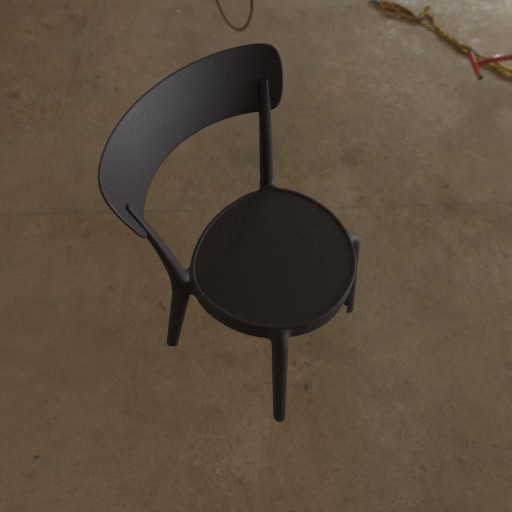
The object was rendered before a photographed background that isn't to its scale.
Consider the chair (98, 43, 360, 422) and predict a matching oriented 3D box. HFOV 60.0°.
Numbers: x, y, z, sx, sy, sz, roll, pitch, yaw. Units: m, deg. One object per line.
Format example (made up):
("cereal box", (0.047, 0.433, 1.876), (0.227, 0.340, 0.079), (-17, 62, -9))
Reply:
("chair", (0.000, 0.000, 1.113), (0.491, 0.790, 0.506), (30, 63, 18))
